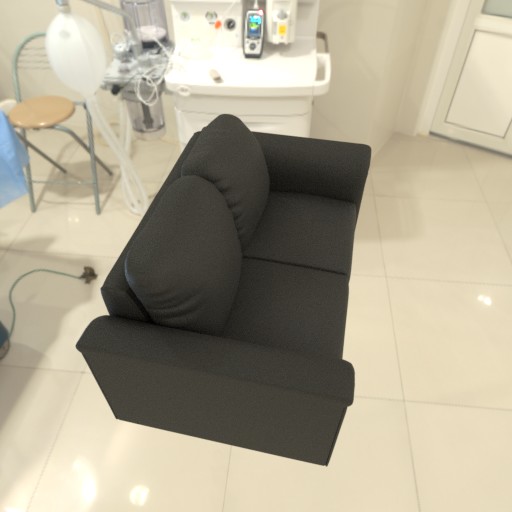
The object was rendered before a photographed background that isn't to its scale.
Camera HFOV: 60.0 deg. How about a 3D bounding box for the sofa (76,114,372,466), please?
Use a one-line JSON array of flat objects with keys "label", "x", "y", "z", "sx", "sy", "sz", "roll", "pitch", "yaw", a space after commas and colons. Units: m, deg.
[{"label": "sofa", "x": 0.000, "y": 0.000, "z": 1.949, "sx": 0.887, "sy": 0.845, "sz": 1.386, "roll": 9, "pitch": 47, "yaw": 9}]
